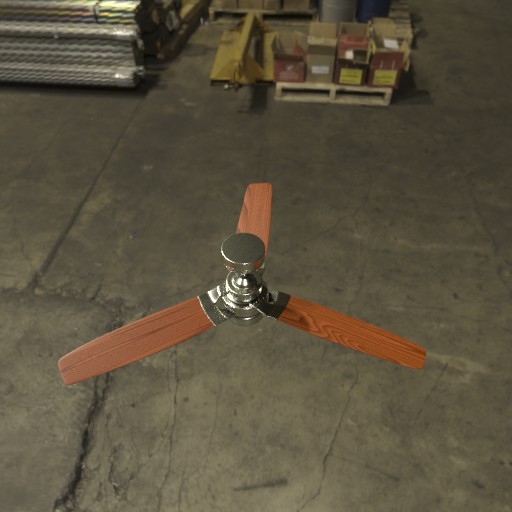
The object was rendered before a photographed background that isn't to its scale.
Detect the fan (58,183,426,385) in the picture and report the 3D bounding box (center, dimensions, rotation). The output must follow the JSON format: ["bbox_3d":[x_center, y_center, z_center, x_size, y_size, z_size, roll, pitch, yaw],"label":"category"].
[{"bbox_3d":[0.000,0.000,1.975,1.416,0.410,1.271,4,47,4],"label":"fan"}]
